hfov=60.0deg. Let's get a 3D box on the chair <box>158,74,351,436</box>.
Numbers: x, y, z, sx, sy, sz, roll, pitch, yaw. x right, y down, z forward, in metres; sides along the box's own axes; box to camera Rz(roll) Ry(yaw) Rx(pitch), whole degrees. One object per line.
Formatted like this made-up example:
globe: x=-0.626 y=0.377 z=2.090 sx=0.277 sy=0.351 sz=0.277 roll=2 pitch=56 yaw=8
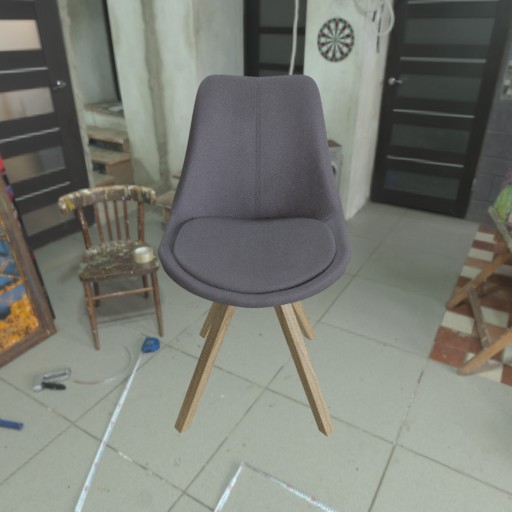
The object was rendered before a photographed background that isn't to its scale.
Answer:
chair: x=0.000 y=0.000 z=1.203 sx=0.483 sy=0.865 sz=0.547 roll=1 pitch=28 yaw=1
